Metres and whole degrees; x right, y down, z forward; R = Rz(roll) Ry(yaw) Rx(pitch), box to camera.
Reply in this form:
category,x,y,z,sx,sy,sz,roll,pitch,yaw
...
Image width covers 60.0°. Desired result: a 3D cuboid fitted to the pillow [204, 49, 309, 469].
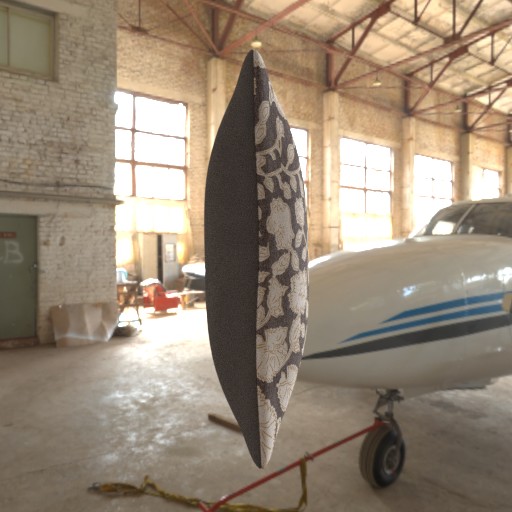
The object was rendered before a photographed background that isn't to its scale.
category,x,y,z,sx,sy,sz,roll,pitch,yaw
pillow,0.000,0.000,0.790,0.166,0.507,0.526,0,1,0
